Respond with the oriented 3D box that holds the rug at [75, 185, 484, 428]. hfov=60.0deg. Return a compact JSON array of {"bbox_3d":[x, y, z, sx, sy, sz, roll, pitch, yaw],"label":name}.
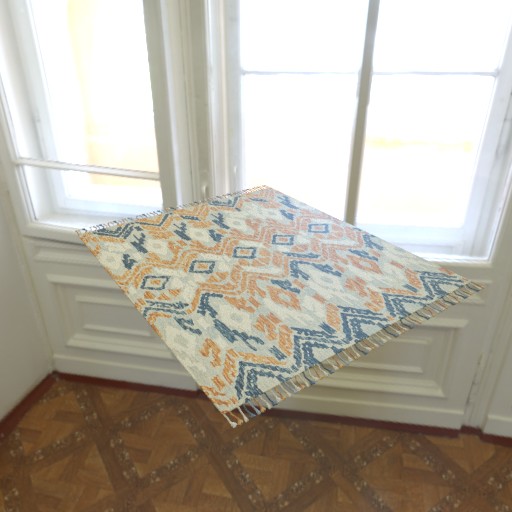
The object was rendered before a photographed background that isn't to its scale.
[{"bbox_3d":[0.000,0.000,4.097,2.439,0.010,3.048,-19,34,-30],"label":"rug"}]
